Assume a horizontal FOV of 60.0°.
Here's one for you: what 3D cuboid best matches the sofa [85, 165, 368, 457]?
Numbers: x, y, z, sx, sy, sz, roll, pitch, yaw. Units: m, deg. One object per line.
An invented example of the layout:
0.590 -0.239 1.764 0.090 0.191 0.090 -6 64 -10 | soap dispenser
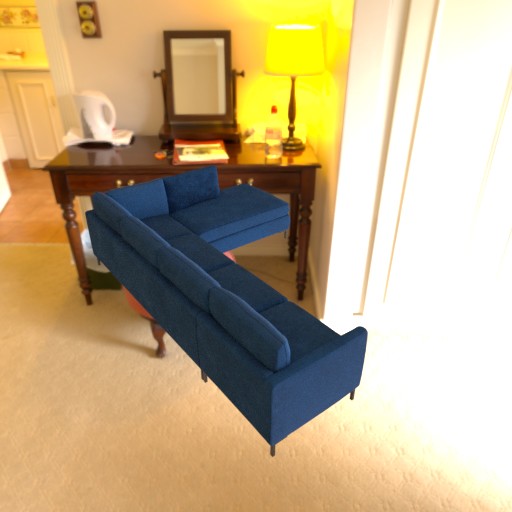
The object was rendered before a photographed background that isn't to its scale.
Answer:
0.000 0.000 3.354 1.707 0.687 2.486 -21 36 -32 | sofa
